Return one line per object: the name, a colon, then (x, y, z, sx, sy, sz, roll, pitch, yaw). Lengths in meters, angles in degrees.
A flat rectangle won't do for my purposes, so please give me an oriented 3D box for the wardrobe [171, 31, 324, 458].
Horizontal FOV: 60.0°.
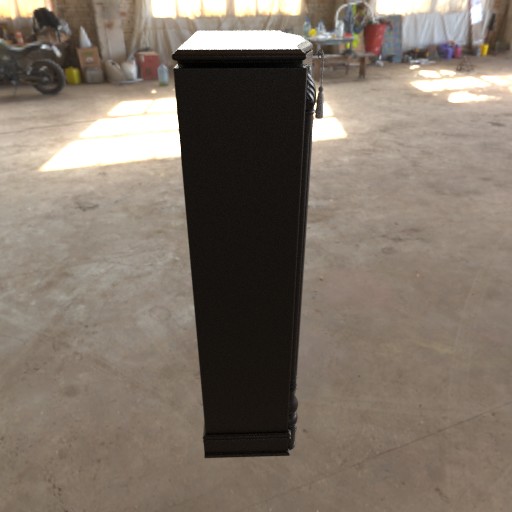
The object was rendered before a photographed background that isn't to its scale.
wardrobe: (0.000, 0.000, 1.143, 0.295, 1.011, 0.444, -1, 31, -2)
